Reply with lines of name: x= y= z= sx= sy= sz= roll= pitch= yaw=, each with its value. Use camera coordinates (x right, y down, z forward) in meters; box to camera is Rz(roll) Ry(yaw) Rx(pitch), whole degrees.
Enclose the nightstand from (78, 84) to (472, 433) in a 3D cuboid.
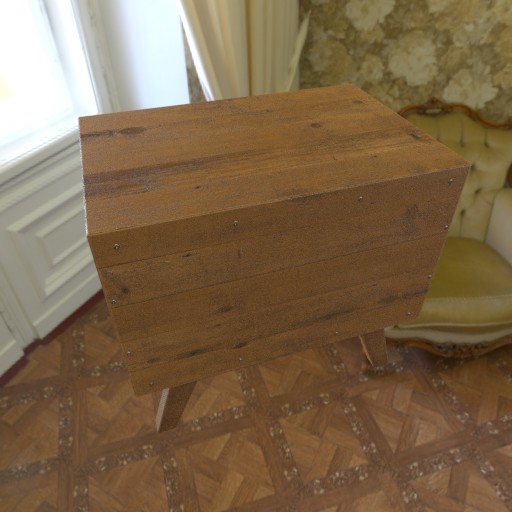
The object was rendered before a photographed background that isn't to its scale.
nightstand: x=0.000 y=0.000 z=1.051 sx=0.650 sy=0.599 sz=0.450 roll=-12 pitch=41 yaw=-14
